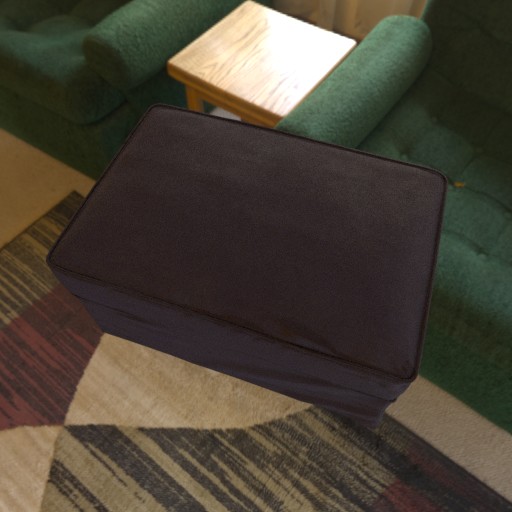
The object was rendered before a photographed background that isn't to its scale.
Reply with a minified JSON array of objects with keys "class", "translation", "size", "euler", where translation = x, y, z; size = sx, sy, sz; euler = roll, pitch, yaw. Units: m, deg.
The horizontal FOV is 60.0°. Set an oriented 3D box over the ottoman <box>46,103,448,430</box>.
[{"class":"ottoman","translation":[0.000,0.000,1.313],"size":[0.938,0.503,0.637],"euler":[16,60,10]}]
